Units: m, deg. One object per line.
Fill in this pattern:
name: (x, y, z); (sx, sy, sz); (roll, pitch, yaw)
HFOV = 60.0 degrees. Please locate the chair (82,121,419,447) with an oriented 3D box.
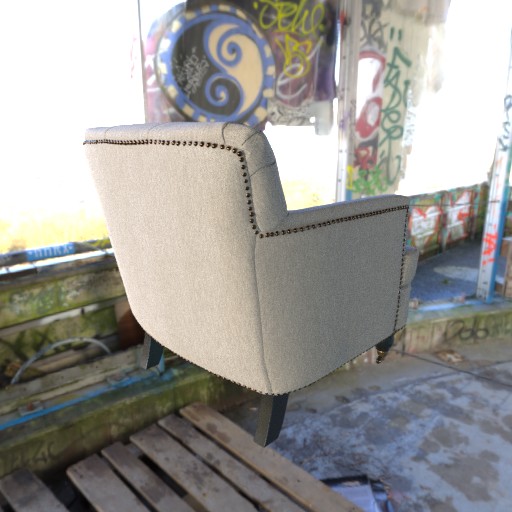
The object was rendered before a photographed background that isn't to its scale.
chair: (0.000, 0.000, 1.462); (0.737, 0.823, 0.902); (14, 20, 43)
